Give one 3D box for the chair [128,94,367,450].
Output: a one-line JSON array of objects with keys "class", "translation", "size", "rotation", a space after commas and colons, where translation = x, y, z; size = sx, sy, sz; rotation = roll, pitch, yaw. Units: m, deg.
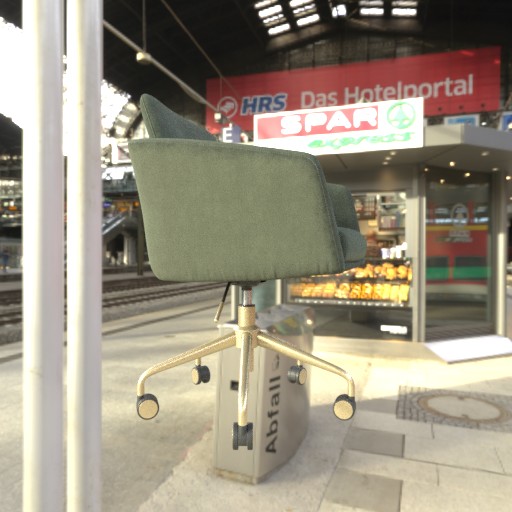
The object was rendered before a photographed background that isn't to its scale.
[{"class": "chair", "translation": [0.000, 0.000, 1.326], "size": [0.635, 0.908, 0.641], "rotation": [0, 0, 19]}]
